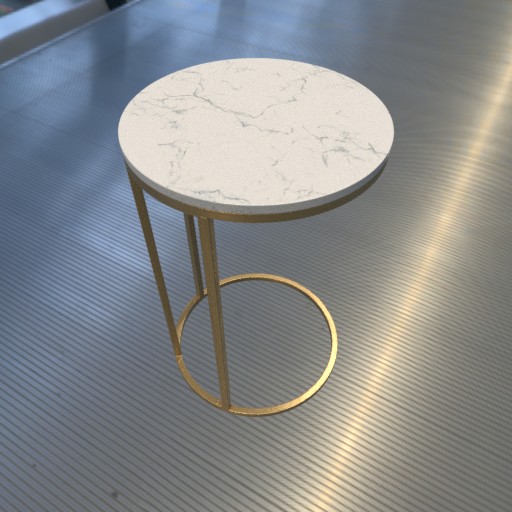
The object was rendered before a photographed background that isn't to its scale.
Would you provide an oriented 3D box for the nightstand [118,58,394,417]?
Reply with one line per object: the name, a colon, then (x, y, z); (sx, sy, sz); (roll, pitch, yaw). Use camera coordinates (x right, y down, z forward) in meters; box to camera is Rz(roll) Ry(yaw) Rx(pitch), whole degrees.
nightstand: (0.000, 0.000, 0.880); (0.400, 0.610, 0.400); (-11, 48, -10)
